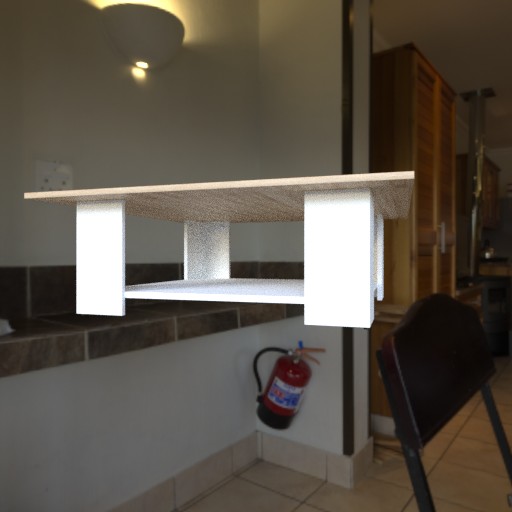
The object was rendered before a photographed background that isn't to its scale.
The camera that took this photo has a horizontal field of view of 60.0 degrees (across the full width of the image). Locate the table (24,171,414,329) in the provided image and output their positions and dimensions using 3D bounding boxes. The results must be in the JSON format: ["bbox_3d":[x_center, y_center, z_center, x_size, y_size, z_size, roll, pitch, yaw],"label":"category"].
[{"bbox_3d":[0.000,0.000,1.358,0.890,0.305,0.890,0,0,18],"label":"table"}]
